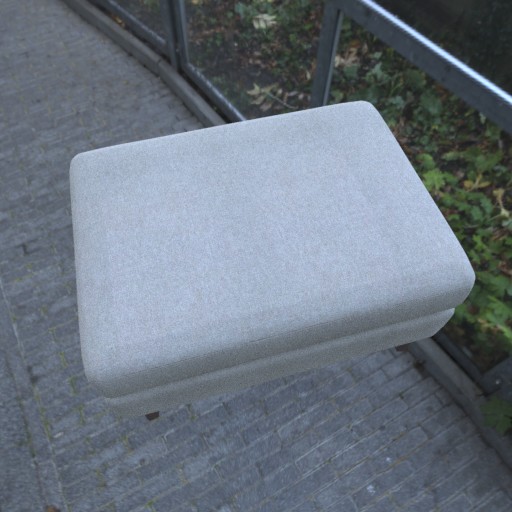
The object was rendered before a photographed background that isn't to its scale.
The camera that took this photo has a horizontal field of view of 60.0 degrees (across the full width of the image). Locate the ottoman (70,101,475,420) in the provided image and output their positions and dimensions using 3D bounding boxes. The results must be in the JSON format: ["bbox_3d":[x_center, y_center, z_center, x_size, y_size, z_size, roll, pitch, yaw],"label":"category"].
[{"bbox_3d":[0.000,0.000,1.170,0.823,0.478,0.610,-13,59,-8],"label":"ottoman"}]
